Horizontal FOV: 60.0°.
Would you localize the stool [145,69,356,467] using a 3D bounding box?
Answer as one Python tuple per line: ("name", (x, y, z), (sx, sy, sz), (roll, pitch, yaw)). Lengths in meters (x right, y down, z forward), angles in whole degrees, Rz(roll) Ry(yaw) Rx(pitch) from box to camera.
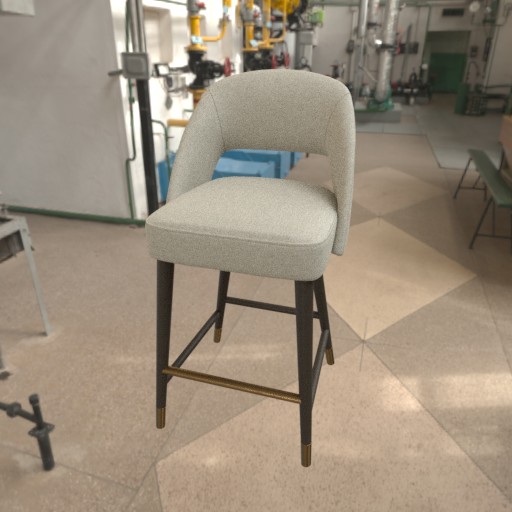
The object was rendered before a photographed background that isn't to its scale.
("stool", (0.000, 0.000, 1.236), (0.494, 0.940, 0.509), (8, 26, 16))
